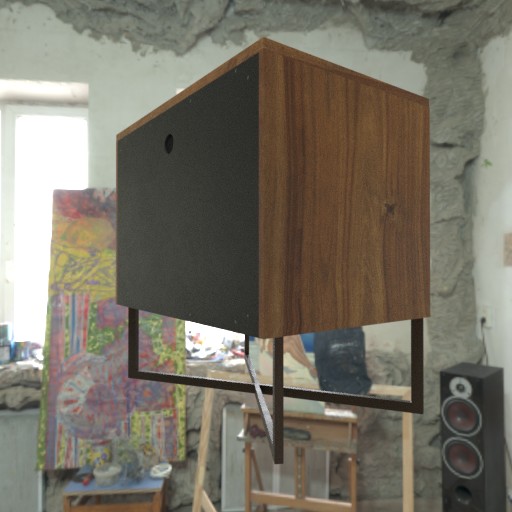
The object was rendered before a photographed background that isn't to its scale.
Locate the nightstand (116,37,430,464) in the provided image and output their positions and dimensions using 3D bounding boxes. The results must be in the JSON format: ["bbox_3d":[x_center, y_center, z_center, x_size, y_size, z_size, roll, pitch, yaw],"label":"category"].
[{"bbox_3d":[0.000,0.000,0.997,0.427,0.615,0.613,0,-1,-36],"label":"nightstand"}]
